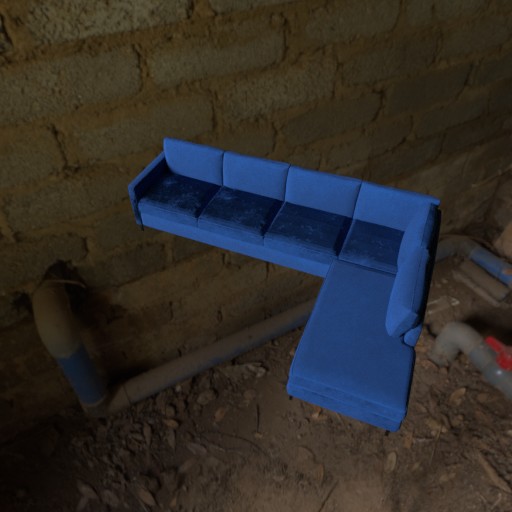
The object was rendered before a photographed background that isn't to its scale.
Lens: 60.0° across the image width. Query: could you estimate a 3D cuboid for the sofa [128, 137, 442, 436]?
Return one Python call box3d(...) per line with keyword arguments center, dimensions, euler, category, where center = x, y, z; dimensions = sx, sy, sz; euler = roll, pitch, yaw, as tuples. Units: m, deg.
box3d(center=(0.000, 0.000, 3.318), dimensions=(2.486, 0.687, 1.707), euler=(16, 48, 15), category="sofa")
